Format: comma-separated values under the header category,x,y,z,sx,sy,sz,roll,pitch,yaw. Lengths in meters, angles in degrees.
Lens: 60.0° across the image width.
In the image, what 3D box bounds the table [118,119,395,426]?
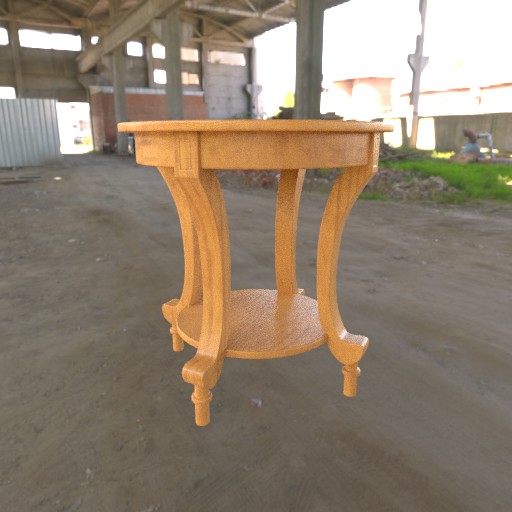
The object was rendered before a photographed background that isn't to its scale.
category,x,y,z,sx,sy,sz,roll,pitch,yaw
table,0.000,0.000,1.075,0.597,0.612,0.597,0,15,0
